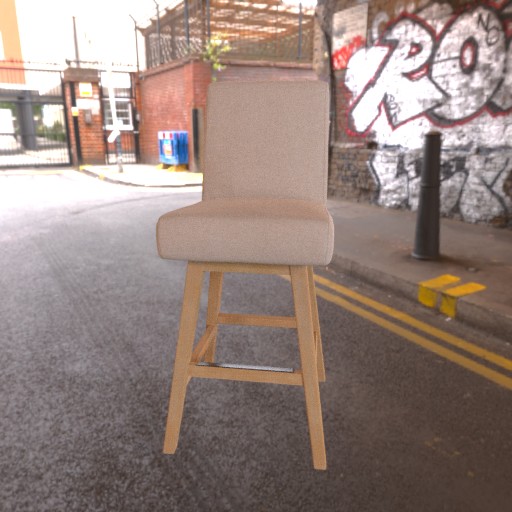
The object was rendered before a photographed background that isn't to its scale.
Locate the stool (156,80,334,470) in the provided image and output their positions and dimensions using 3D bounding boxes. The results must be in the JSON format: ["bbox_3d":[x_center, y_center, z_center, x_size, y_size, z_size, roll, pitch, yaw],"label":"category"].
[{"bbox_3d":[0.000,0.000,1.304,0.446,1.015,0.543,2,16,8],"label":"stool"}]
